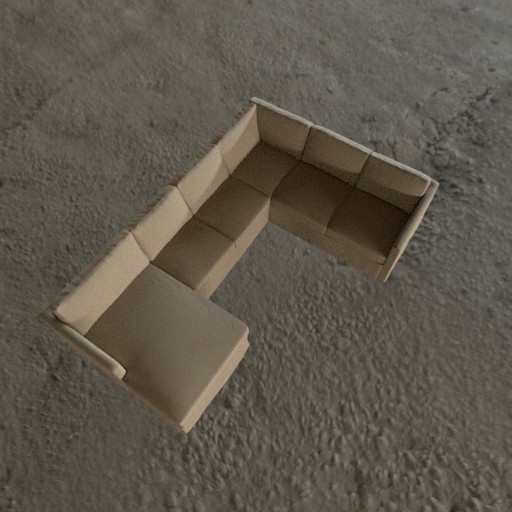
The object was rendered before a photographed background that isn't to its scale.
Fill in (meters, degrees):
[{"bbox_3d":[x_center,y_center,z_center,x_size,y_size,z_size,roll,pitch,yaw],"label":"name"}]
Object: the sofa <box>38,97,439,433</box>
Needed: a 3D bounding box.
[{"bbox_3d":[0.000,0.000,4.585,2.476,0.878,3.528,30,64,16],"label":"sofa"}]
